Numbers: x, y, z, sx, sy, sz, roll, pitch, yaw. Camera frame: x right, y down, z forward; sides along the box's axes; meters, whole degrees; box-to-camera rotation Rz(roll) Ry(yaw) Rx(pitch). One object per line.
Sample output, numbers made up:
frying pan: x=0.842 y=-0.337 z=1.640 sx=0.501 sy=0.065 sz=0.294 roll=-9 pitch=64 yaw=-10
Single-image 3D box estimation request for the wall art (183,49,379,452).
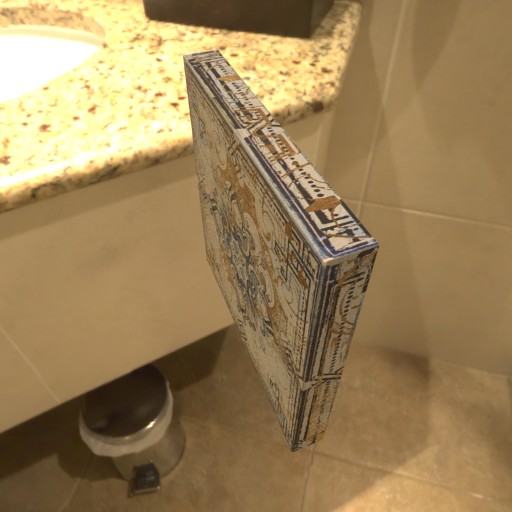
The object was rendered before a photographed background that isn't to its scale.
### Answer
wall art: x=0.000 y=0.000 z=0.466 sx=0.038 sy=0.306 sz=0.302 roll=-16 pitch=49 yaw=-15
